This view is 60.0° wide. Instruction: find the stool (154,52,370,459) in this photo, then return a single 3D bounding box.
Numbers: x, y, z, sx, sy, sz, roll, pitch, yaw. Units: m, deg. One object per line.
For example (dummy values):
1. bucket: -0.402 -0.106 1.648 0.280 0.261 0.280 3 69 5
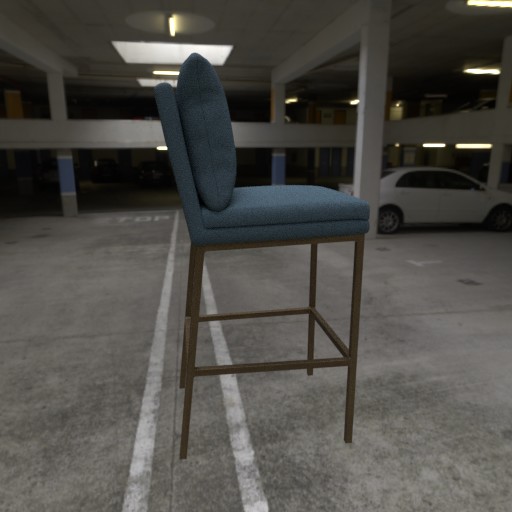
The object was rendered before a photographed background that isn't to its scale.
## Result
1. stool: 0.000 0.000 1.424 0.568 1.124 0.463 -2 14 -9
